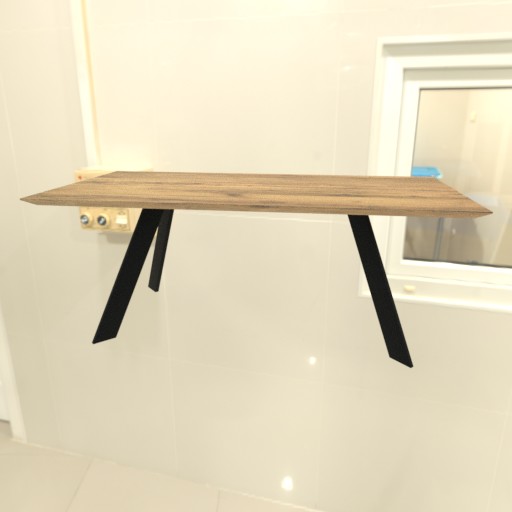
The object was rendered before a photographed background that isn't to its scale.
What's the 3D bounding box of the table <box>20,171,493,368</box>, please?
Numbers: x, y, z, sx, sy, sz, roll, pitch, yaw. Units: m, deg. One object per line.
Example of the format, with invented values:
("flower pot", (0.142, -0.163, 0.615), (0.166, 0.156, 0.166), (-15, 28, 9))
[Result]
("table", (0.000, 0.000, 2.443), (2.000, 0.770, 1.000), (3, 18, 8))
